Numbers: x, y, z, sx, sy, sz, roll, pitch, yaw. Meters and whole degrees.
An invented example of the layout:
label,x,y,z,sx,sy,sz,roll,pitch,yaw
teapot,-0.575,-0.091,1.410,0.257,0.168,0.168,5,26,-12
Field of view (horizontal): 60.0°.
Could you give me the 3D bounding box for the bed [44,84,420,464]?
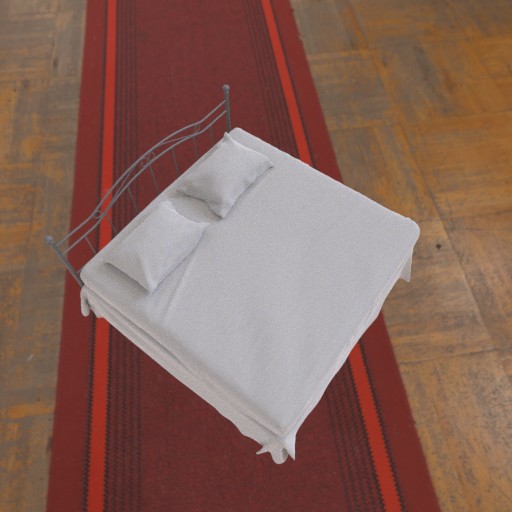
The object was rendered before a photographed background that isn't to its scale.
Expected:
label,x,y,z,sx,sy,sz,roll,pitch,yaw
bed,0.000,0.000,3.617,2.220,1.080,2.309,33,65,18
